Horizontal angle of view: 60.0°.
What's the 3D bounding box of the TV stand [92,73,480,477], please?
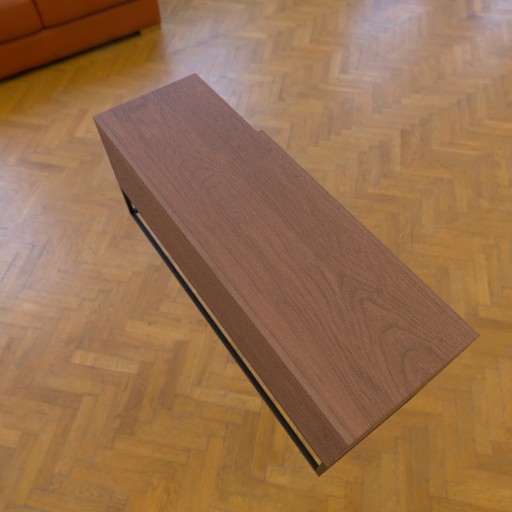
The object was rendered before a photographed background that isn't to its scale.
[{"bbox_3d":[0.000,0.000,1.414,0.415,0.500,1.200,-31,62,-18],"label":"TV stand"}]
